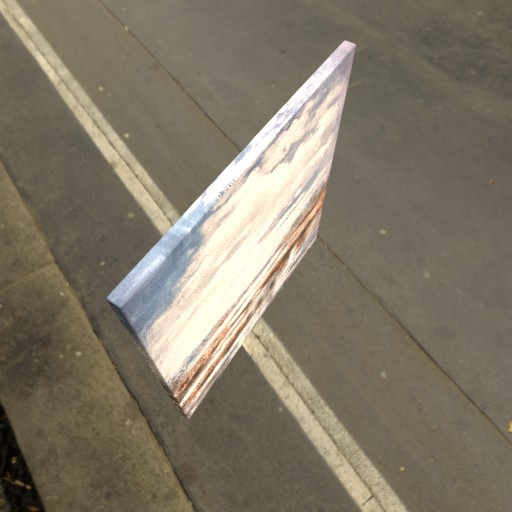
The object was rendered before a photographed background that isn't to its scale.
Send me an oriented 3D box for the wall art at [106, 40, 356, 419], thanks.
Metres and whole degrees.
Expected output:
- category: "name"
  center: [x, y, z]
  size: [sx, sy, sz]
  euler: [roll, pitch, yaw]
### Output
- category: "wall art"
  center: [0.000, 0.000, 1.328]
  size: [0.035, 0.897, 0.888]
  euler: [29, 63, 17]
